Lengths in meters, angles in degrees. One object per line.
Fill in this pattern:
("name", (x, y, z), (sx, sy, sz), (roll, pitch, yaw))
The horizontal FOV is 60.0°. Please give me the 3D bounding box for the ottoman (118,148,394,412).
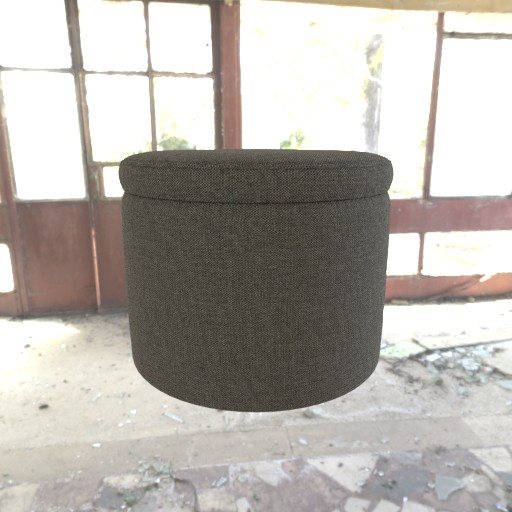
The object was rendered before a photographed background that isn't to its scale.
("ottoman", (0.000, 0.000, 0.912), (0.520, 0.430, 0.520), (0, 14, 0))
